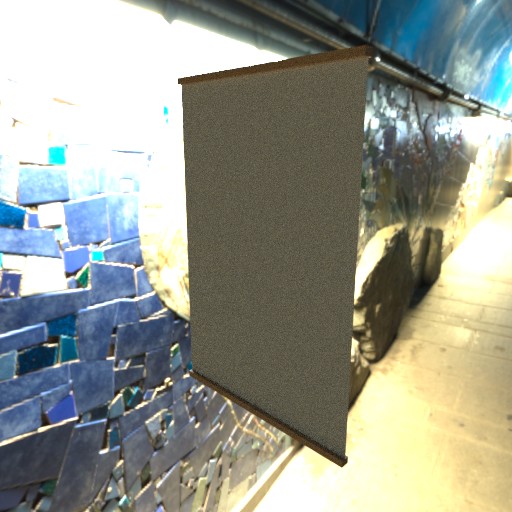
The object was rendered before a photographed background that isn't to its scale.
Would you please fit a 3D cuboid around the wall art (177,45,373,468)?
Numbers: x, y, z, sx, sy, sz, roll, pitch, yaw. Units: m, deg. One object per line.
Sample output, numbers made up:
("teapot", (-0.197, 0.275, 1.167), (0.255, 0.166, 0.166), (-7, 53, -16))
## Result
("wall art", (0.000, 0.000, 1.276), (0.027, 1.020, 0.669), (-14, 20, -43))
